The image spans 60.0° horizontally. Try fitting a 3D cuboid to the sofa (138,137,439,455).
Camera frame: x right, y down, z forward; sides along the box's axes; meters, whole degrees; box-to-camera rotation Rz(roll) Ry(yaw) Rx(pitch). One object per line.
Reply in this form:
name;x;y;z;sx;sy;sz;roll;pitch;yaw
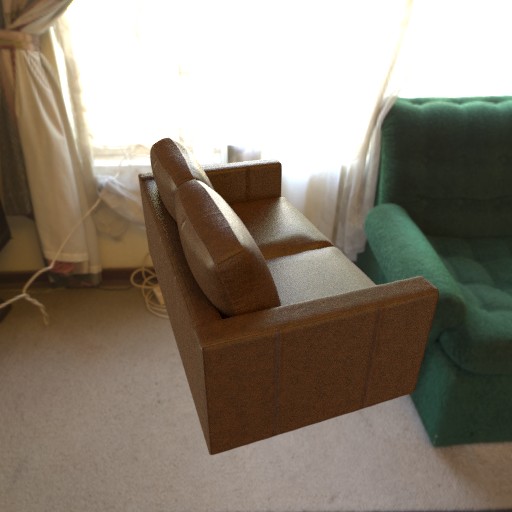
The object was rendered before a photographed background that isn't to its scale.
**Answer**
sofa;0.000;0.000;2.193;0.909;0.951;1.578;-10;32;-17
